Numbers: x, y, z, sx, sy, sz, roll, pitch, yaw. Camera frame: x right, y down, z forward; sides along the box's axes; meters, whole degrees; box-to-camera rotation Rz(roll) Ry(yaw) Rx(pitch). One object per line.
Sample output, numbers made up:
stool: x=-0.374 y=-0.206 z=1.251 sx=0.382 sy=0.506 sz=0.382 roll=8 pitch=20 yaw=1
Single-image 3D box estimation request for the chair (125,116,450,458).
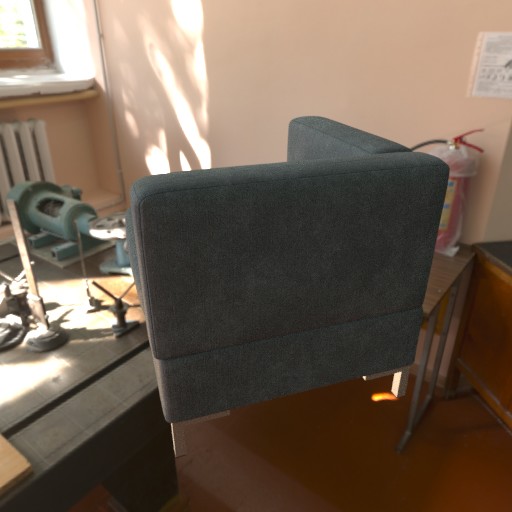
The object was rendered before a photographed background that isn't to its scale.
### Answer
chair: x=0.000 y=0.000 z=1.247 sx=0.680 sy=0.660 sz=0.680 roll=-8 pitch=28 yaw=-17
